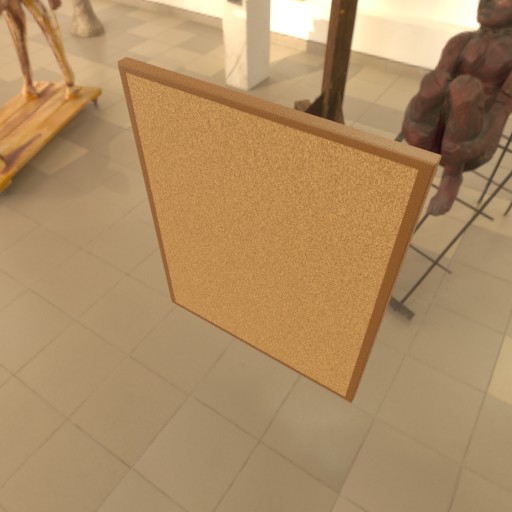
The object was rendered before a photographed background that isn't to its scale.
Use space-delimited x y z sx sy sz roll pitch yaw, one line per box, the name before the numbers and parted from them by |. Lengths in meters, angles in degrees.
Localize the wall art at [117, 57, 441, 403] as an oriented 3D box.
wall art | 0.000 0.000 0.510 0.310 0.379 0.015 25 52 22
